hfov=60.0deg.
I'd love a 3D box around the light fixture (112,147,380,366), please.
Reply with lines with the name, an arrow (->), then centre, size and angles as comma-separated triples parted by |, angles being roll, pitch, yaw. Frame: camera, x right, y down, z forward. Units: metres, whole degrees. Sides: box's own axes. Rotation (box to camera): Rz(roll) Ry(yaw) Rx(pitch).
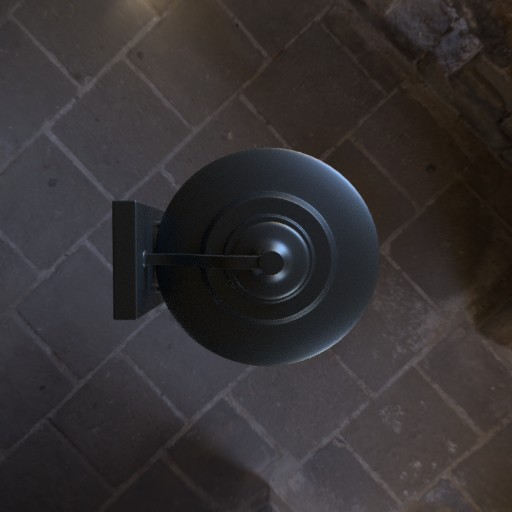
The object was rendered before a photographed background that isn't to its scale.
light fixture -> 0.000, 0.000, 0.510 | 0.252, 0.345, 0.222 | 0, 92, 0
